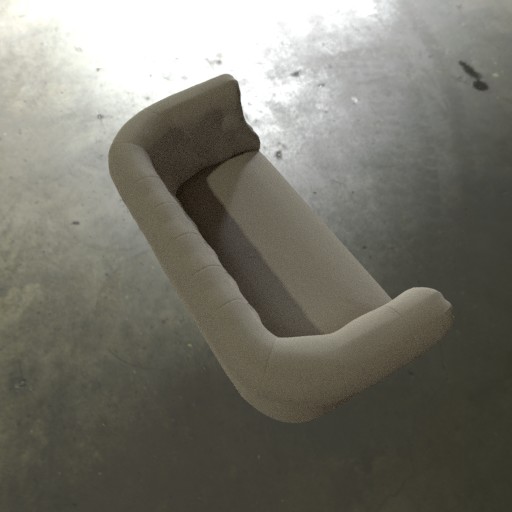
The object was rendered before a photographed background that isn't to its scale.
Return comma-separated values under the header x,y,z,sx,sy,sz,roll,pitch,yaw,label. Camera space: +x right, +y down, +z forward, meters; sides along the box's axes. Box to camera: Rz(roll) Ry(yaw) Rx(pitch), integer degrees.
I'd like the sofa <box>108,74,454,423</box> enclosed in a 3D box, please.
x,y,z,sx,sy,sz,roll,pitch,yaw,label
0.000,0.000,2.026,0.835,0.827,1.558,-28,62,-16,sofa
